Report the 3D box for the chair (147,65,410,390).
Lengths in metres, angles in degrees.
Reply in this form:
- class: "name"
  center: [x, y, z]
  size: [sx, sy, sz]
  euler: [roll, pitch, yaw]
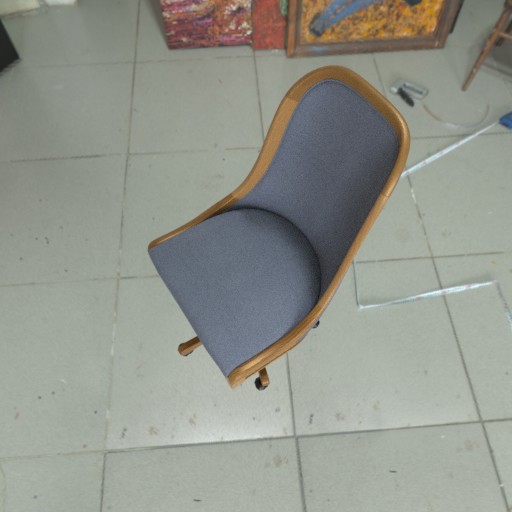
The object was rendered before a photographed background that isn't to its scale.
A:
- class: "chair"
  center: [0.000, 0.000, 1.475]
  size: [0.735, 1.031, 0.605]
  euler: [-31, 66, -15]
